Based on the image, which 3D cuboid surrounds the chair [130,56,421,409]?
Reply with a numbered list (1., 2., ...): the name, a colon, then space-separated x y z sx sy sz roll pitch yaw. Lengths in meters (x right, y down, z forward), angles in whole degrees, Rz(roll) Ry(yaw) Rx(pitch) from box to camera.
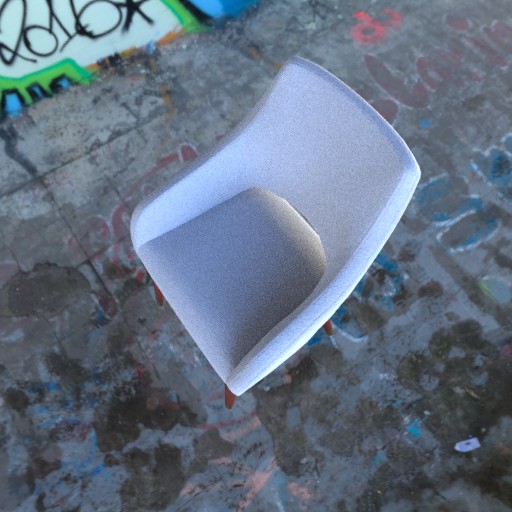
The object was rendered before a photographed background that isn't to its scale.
1. chair: 0.000 0.000 1.307 0.600 0.889 0.609 -33 68 -15
